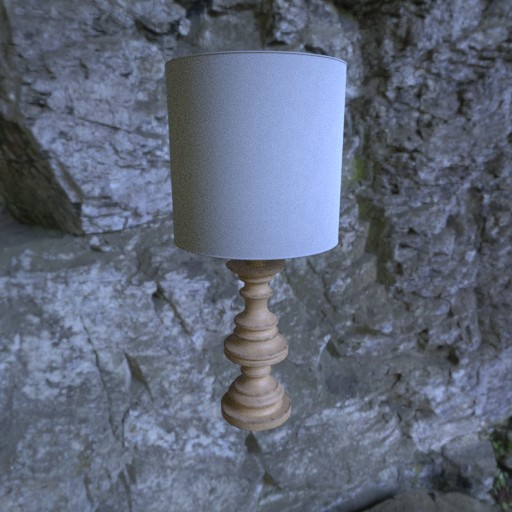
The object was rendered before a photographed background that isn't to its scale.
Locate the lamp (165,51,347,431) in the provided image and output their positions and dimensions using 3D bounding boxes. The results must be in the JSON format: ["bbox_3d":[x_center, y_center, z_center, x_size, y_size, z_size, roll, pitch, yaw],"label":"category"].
[{"bbox_3d":[0.000,0.000,0.576,0.208,0.455,0.208,-7,17,-25],"label":"lamp"}]
